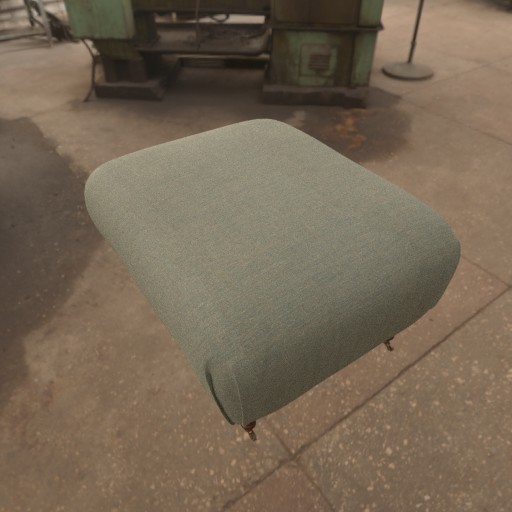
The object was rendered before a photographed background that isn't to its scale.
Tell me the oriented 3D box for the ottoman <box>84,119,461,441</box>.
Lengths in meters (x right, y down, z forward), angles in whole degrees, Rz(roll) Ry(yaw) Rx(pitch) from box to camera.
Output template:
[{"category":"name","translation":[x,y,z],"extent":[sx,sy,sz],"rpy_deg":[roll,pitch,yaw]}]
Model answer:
[{"category":"ottoman","translation":[0.000,0.000,1.113],"extent":[0.622,0.450,0.747],"rpy_deg":[-24,46,-25]}]
